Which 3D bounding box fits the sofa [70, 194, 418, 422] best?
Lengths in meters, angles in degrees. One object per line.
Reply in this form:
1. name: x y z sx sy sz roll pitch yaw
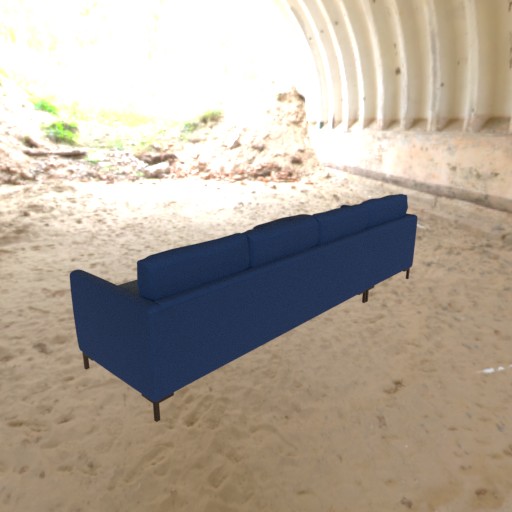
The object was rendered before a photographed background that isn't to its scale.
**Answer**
1. sofa: 0.000 0.000 2.912 1.128 0.679 2.450 15 22 40
